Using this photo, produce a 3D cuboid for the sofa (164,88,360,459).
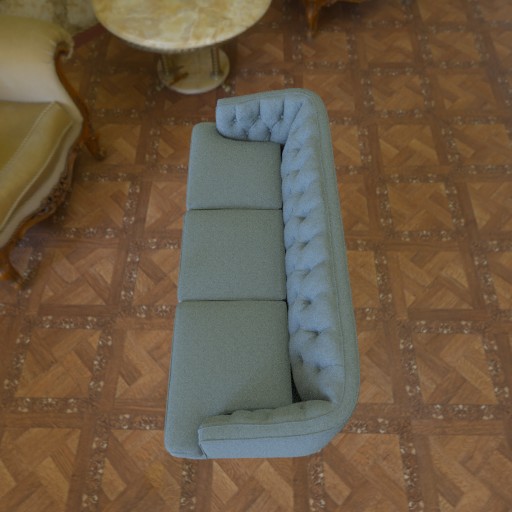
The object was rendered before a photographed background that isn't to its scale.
[{"bbox_3d":[0.000,0.000,2.752,0.941,0.855,2.278,0,59,0],"label":"sofa"}]
